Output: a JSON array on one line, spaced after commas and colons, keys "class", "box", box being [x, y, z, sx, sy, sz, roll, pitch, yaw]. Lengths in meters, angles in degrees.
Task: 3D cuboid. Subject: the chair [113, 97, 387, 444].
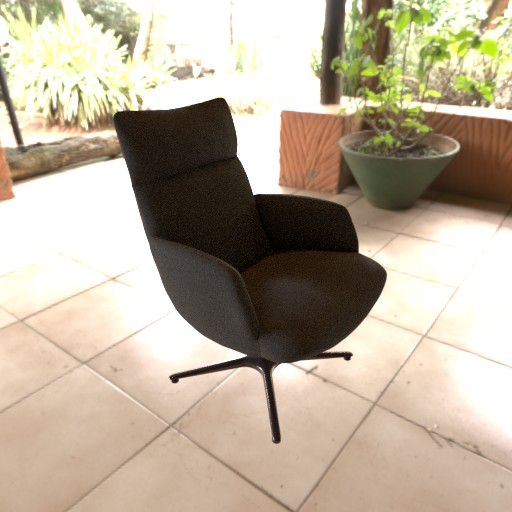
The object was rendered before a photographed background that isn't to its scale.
[{"class": "chair", "box": [0.000, 0.000, 1.579, 0.831, 0.984, 0.702, 18, 31, 32]}]
